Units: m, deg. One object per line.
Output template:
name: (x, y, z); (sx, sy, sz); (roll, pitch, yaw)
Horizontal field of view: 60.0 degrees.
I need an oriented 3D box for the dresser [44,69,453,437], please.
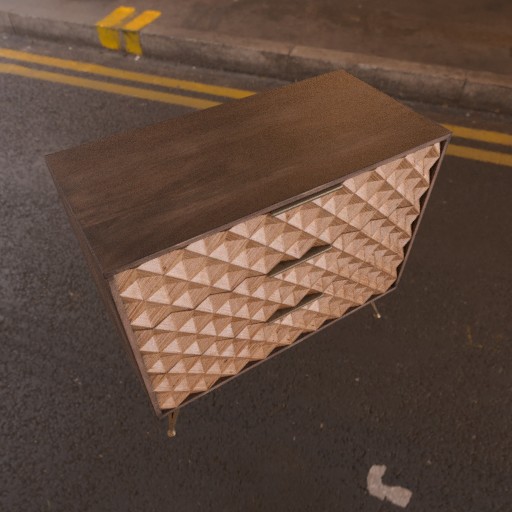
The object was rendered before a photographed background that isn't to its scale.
dresser: (0.000, 0.000, 1.390); (0.923, 0.801, 0.453); (-24, 51, -21)
